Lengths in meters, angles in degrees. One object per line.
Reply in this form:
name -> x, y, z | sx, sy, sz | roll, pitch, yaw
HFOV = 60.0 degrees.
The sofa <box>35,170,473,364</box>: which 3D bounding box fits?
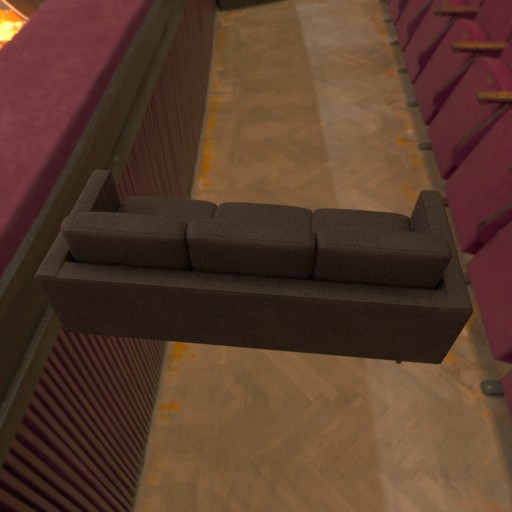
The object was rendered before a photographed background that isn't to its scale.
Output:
sofa -> 0.000, 0.000, 2.486 | 2.029, 0.899, 0.879 | 4, 48, 4
